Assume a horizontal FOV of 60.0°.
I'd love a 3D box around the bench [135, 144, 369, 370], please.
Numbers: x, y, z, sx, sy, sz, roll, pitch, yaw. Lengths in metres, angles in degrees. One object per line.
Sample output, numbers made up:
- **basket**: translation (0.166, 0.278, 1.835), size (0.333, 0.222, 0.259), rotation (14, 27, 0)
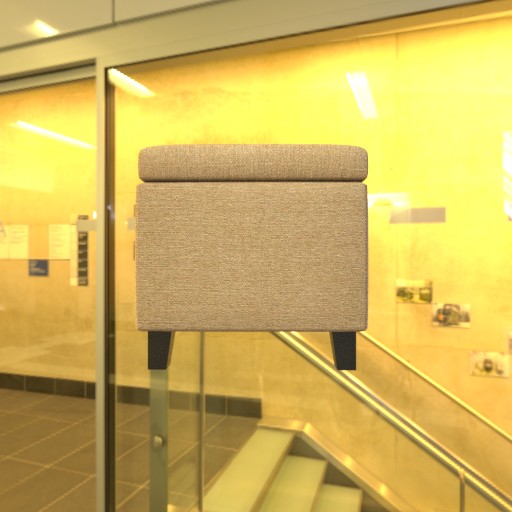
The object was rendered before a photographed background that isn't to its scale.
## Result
- **bench**: translation (0.000, 0.000, 1.452), size (0.446, 0.438, 1.269), rotation (0, 0, 1)
